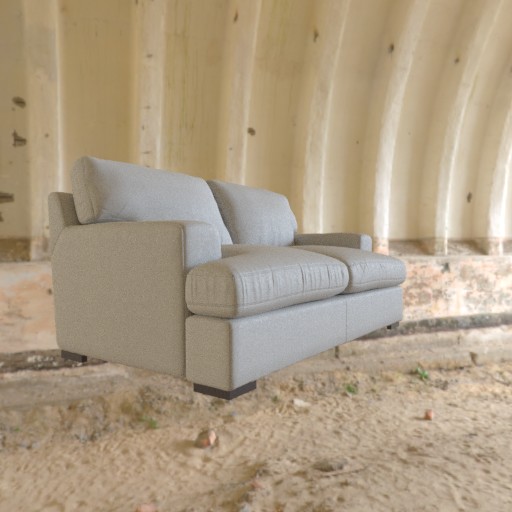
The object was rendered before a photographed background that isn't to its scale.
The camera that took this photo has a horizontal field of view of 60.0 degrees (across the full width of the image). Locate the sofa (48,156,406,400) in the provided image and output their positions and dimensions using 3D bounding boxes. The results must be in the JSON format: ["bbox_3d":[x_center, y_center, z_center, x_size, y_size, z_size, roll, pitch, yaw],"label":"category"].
[{"bbox_3d":[0.000,0.000,2.487,1.143,0.940,1.880,1,1,36],"label":"sofa"}]
